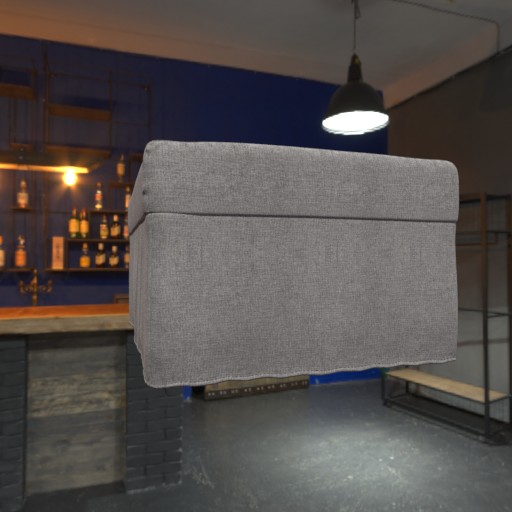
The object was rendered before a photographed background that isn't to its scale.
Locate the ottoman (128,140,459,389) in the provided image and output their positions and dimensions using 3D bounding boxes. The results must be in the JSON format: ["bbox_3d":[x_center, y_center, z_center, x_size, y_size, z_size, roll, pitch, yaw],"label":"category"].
[{"bbox_3d":[0.000,0.000,1.215,0.652,0.492,0.833,0,0,-18],"label":"ottoman"}]
